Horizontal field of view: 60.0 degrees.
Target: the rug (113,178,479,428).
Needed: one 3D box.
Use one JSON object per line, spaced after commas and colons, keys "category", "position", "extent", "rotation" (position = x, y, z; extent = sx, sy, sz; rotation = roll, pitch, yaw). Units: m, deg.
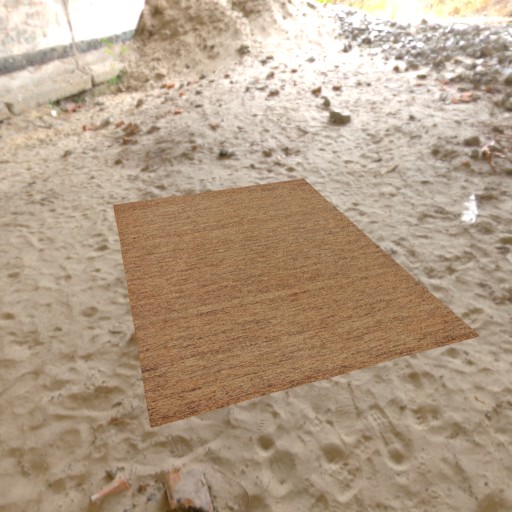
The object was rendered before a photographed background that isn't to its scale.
{"category": "rug", "position": [0.000, 0.000, 4.256], "extent": [2.438, 0.012, 3.200], "rotation": [-11, 34, -16]}
